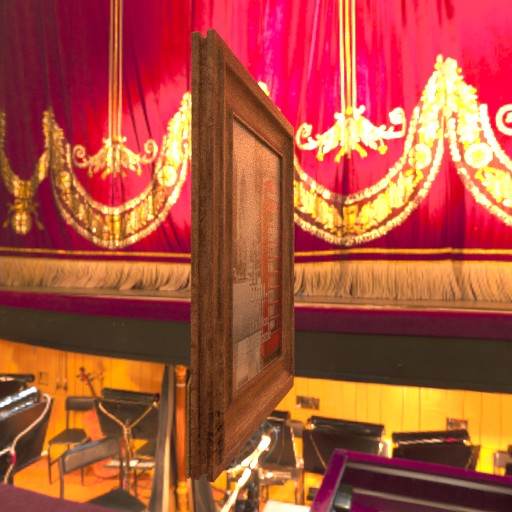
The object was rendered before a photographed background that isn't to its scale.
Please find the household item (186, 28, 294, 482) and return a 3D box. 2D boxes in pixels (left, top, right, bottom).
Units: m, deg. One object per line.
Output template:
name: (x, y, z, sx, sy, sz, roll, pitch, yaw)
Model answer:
household item: (0.000, 0.000, 0.321, 0.018, 0.237, 0.186, 0, 0, 18)
